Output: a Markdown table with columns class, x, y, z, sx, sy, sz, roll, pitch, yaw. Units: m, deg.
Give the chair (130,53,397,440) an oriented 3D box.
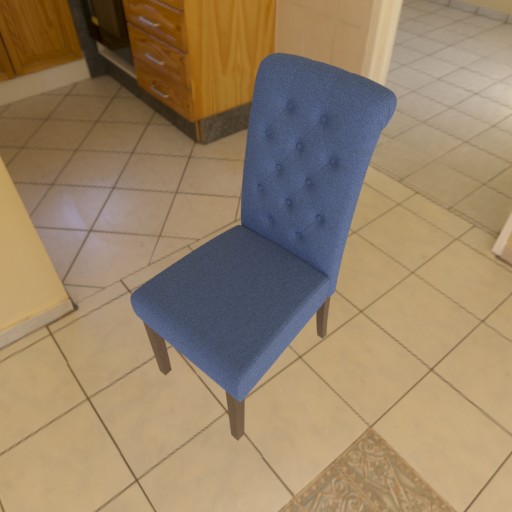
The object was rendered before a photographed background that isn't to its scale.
| class | x | y | z | sx | sy | sz | roll | pitch | yaw |
| --- | --- | --- | --- | --- | --- | --- | --- | --- | --- |
| chair | 0.000 | 0.000 | 1.384 | 0.456 | 1.006 | 0.671 | 32 | 54 | 27 |
